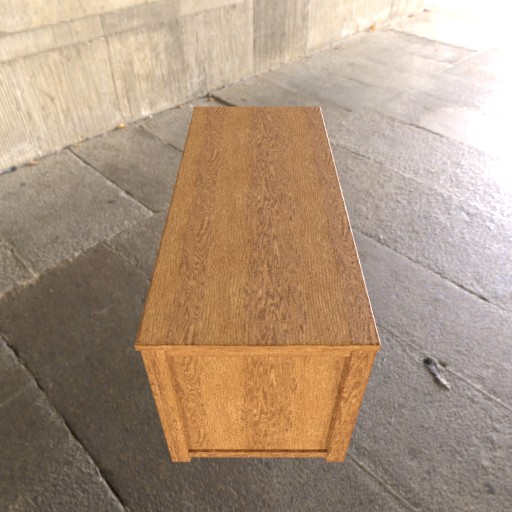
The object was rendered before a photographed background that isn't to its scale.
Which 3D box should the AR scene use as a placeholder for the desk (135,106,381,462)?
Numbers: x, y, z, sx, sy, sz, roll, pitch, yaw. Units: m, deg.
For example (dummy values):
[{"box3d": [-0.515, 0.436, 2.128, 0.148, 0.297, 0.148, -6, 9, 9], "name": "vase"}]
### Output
[{"box3d": [0.000, 0.000, 2.041, 0.685, 0.751, 1.567, 0, 42, 0], "name": "desk"}]
